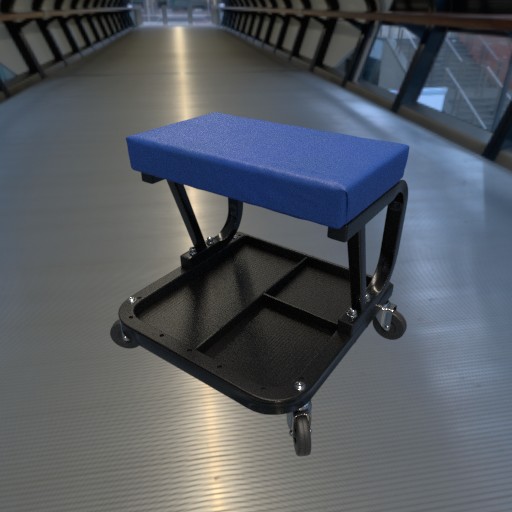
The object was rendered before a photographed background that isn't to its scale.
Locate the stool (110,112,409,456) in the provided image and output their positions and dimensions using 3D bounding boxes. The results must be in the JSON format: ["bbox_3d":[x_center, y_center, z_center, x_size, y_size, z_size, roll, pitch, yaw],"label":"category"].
[{"bbox_3d":[0.000,0.000,0.735,0.446,0.380,0.371,20,36,30],"label":"stool"}]
